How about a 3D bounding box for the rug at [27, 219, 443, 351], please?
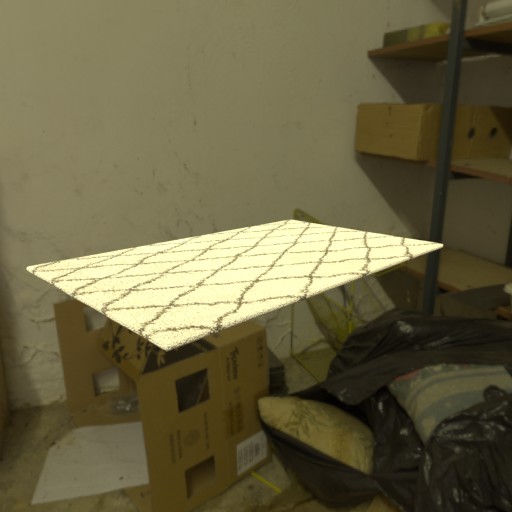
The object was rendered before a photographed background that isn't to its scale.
[{"bbox_3d":[0.000,0.000,3.000,2.438,0.030,1.524,-14,20,-43],"label":"rug"}]
